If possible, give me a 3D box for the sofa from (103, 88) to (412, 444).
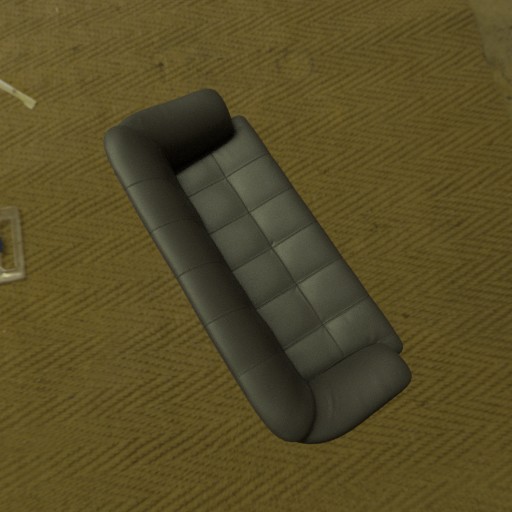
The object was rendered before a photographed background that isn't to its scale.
[{"bbox_3d":[0.000,0.000,2.292,0.800,0.811,1.829,-31,76,-8],"label":"sofa"}]
